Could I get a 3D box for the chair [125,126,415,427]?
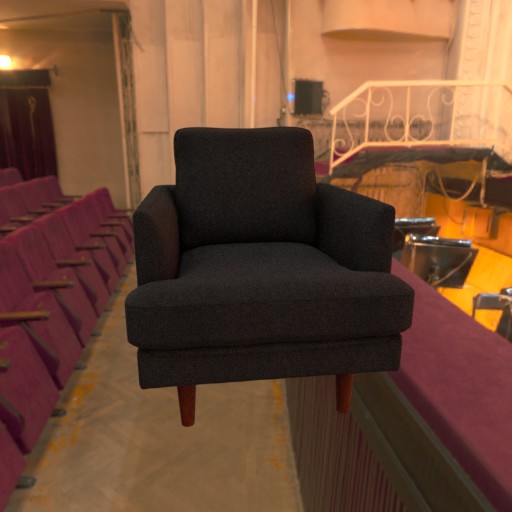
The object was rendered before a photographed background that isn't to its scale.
[{"bbox_3d":[0.000,0.000,1.676,0.858,0.957,0.899,-2,15,-8],"label":"chair"}]
